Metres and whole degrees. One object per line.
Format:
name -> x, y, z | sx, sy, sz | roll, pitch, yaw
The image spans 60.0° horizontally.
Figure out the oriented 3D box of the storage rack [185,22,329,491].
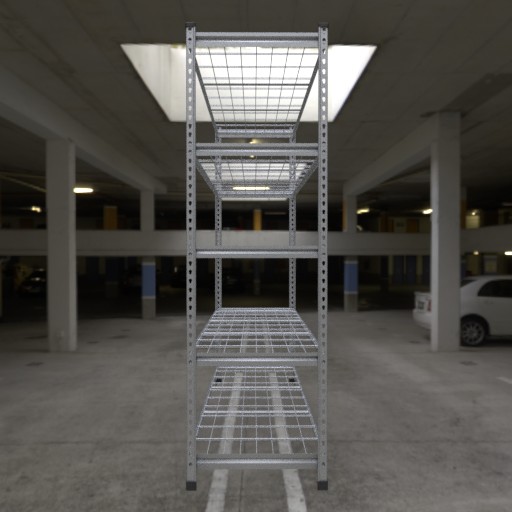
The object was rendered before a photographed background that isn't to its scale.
storage rack -> 0.000, 0.000, 2.637 | 0.610, 1.981, 1.524 | 0, 1, 0
